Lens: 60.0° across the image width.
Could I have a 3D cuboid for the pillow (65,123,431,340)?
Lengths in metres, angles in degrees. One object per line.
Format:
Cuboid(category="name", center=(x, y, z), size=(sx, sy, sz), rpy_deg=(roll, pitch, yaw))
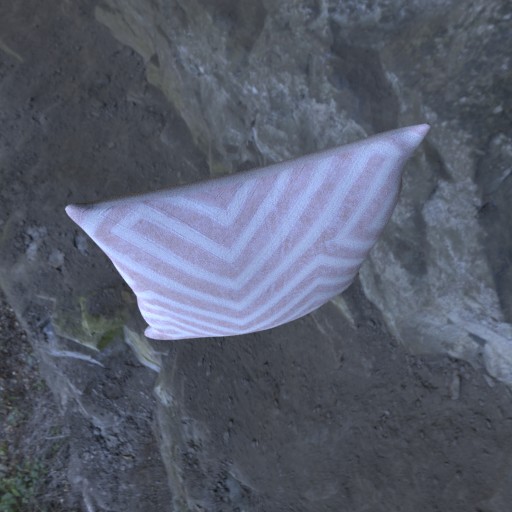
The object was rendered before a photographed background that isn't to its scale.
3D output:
Cuboid(category="pillow", center=(0.000, 0.000, 0.684), size=(0.440, 0.441, 0.182), rpy_deg=(-15, 63, -8))
